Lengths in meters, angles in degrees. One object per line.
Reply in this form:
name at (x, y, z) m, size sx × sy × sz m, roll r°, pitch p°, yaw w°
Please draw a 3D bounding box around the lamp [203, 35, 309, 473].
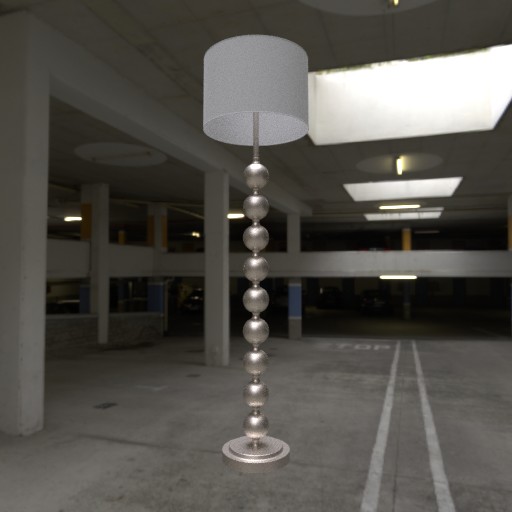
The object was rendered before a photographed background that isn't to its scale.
lamp at (0.000, 0.000, 1.646) m, size 0.394 × 1.474 × 0.394 m, roll -1°, pitch -2°, yaw 18°
